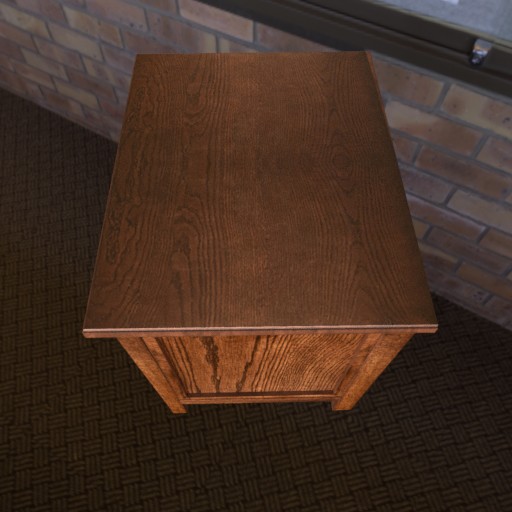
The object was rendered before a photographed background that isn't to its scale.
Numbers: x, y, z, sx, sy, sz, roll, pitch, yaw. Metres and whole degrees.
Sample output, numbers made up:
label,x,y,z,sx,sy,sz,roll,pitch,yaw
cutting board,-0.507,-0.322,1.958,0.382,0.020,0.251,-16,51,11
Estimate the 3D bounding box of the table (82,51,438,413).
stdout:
label,x,y,z,sx,sy,sz,roll,pitch,yaw
table,0.000,0.000,0.976,0.461,0.597,0.586,-1,59,-1
